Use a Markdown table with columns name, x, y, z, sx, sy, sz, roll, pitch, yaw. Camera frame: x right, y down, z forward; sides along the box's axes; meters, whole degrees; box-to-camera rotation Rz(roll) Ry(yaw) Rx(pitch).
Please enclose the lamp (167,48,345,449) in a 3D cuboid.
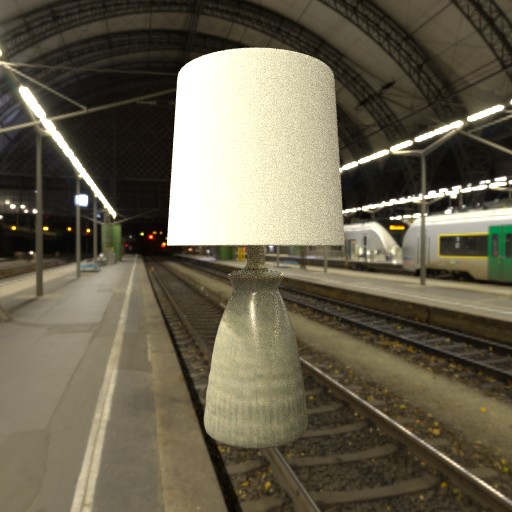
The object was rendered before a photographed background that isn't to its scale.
| name | x | y | z | sx | sy | sz | roll | pitch | yaw |
| --- | --- | --- | --- | --- | --- | --- | --- | --- | --- |
| lamp | 0.000 | 0.000 | 0.475 | 0.186 | 0.369 | 0.186 | 0 | 1 | 0 |
